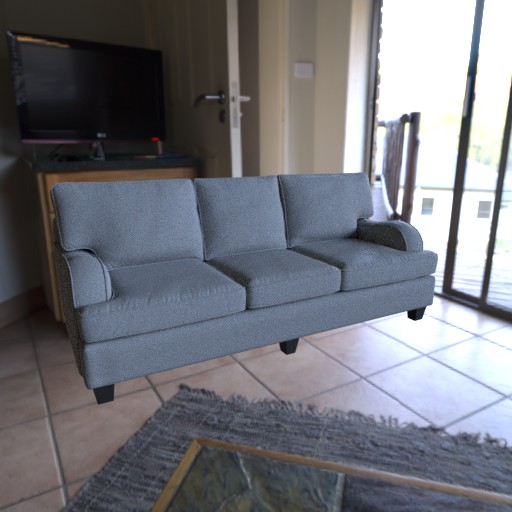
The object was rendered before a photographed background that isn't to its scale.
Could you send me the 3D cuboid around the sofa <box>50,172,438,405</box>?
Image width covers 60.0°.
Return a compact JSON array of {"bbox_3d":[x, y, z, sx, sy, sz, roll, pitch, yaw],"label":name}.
[{"bbox_3d":[0.000,0.000,2.872,2.323,0.997,1.016,-8,17,-27],"label":"sofa"}]
